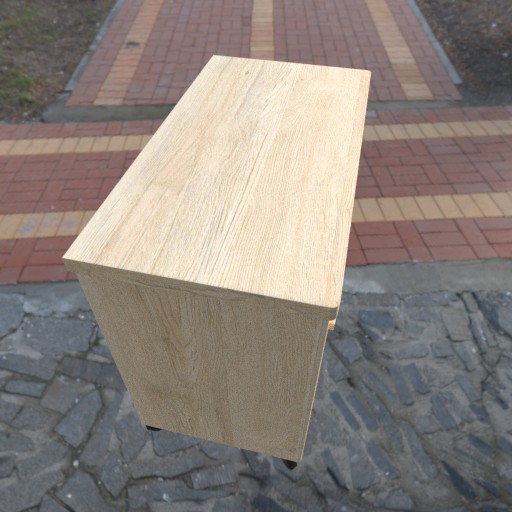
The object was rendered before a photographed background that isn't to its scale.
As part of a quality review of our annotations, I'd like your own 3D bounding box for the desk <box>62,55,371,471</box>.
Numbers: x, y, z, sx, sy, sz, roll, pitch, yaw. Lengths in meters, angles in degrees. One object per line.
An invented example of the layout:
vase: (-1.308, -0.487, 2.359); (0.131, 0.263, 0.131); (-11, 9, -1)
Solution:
desk: (0.000, 0.000, 1.302); (0.480, 0.770, 0.885); (10, 47, 9)
